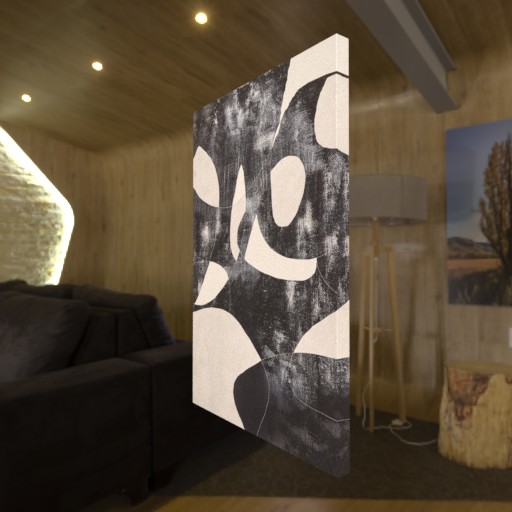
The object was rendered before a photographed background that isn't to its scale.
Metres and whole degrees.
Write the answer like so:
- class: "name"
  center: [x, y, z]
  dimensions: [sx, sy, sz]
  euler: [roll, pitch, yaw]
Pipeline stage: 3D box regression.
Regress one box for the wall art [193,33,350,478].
- class: "wall art"
  center: [0.000, 0.000, 1.167]
  dimensions: [0.041, 0.915, 0.610]
  euler: [1, -1, -37]
